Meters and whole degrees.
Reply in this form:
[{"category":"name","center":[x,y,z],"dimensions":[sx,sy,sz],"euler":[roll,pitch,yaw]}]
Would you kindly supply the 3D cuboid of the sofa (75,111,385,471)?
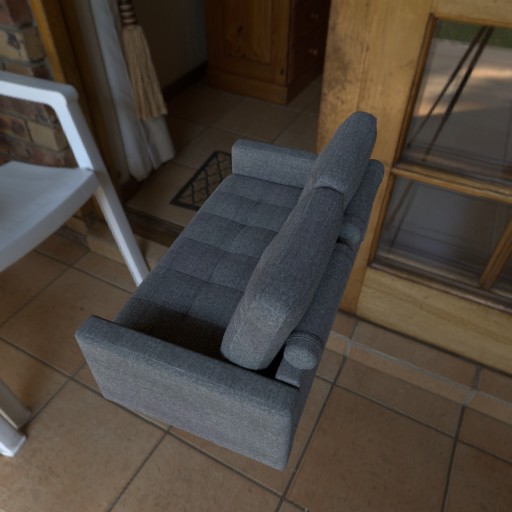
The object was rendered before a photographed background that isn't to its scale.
[{"category":"sofa","center":[0.000,0.000,1.931],"dimensions":[0.842,0.907,1.407],"euler":[16,47,16]}]
